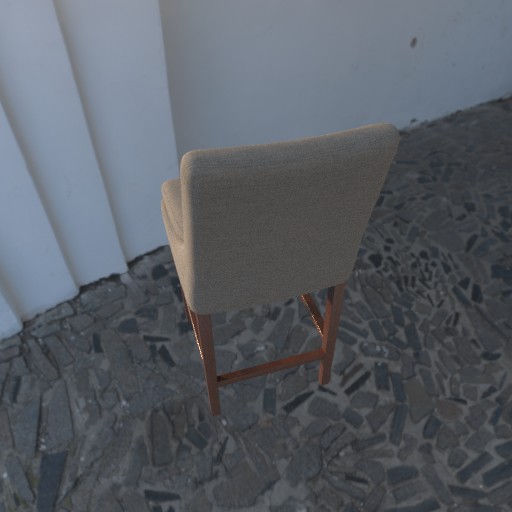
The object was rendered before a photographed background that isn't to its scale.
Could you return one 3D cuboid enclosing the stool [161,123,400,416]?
[{"bbox_3d":[0.000,0.000,1.291,0.470,0.981,0.577,-12,43,-13],"label":"stool"}]
